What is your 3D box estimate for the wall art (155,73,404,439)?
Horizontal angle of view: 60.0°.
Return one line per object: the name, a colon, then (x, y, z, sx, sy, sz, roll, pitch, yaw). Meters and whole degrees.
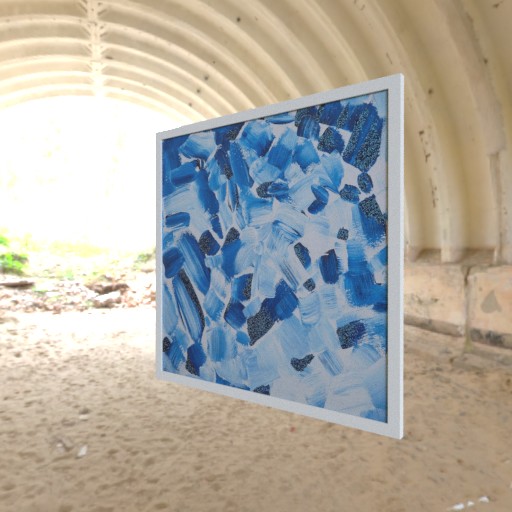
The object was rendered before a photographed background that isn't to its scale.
wall art: (0.000, 0.000, 0.693, 0.457, 0.457, 0.012, 0, 0, 37)
